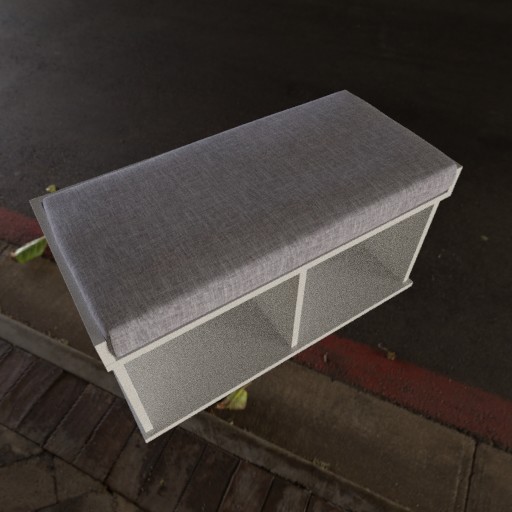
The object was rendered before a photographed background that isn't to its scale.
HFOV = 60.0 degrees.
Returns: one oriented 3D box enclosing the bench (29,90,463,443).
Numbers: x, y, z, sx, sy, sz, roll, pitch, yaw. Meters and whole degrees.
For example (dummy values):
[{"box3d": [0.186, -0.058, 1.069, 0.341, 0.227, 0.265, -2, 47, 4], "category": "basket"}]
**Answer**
[{"box3d": [0.000, 0.000, 0.975, 0.734, 0.461, 0.362, -26, 53, -21], "category": "bench"}]
